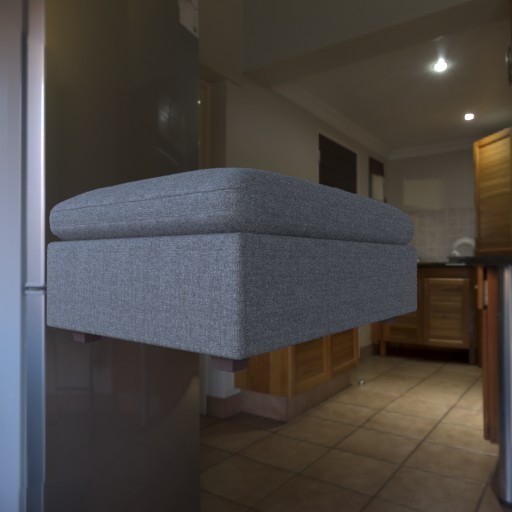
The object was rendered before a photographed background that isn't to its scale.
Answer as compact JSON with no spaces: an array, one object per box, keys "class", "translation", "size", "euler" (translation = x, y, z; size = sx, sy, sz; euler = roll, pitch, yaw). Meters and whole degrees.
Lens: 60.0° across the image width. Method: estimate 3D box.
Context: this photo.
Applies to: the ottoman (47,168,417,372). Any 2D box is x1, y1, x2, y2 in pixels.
[{"class":"ottoman","translation":[0.000,0.000,1.441],"size":[0.711,0.483,1.041],"euler":[0,-1,38]}]
